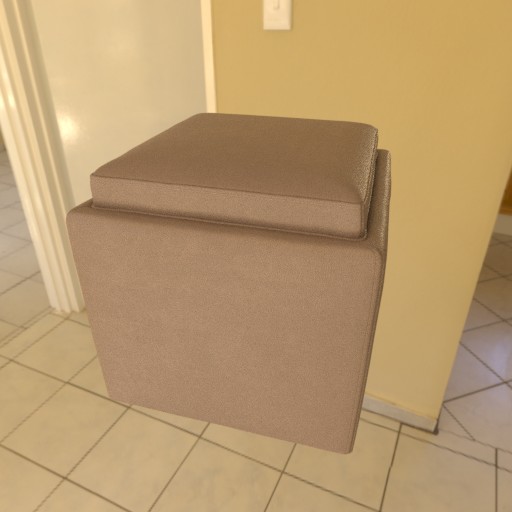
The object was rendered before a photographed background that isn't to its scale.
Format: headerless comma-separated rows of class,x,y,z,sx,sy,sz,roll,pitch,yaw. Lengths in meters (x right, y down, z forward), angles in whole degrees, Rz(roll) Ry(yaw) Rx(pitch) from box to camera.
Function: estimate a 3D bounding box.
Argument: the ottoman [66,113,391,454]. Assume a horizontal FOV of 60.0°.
ottoman,0.000,0.000,0.825,0.450,0.460,0.451,8,31,14
